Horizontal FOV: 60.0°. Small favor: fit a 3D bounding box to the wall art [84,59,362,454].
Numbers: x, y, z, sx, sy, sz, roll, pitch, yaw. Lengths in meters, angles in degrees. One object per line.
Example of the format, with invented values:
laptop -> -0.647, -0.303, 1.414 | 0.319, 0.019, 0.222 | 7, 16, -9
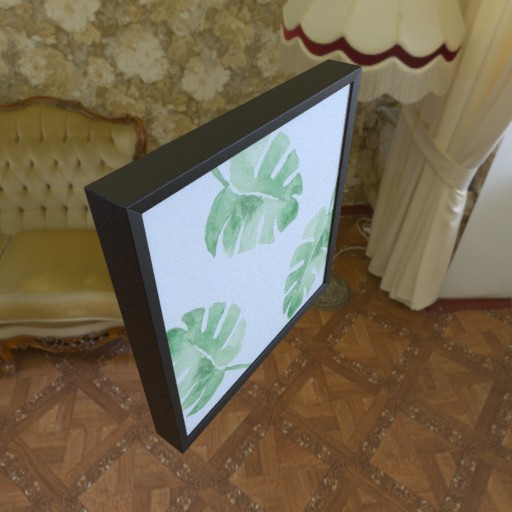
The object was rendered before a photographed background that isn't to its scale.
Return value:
wall art -> 0.000, 0.000, 0.453 | 0.038, 0.304, 0.304 | 26, 47, 27
